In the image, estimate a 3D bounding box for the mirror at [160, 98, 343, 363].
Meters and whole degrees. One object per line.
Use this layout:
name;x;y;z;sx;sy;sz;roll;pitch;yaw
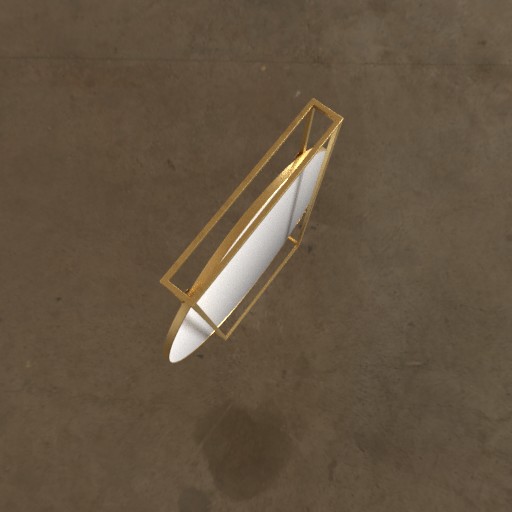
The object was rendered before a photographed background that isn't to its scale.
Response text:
mirror;0.000;0.000;0.849;0.051;0.603;0.508;37;78;9
